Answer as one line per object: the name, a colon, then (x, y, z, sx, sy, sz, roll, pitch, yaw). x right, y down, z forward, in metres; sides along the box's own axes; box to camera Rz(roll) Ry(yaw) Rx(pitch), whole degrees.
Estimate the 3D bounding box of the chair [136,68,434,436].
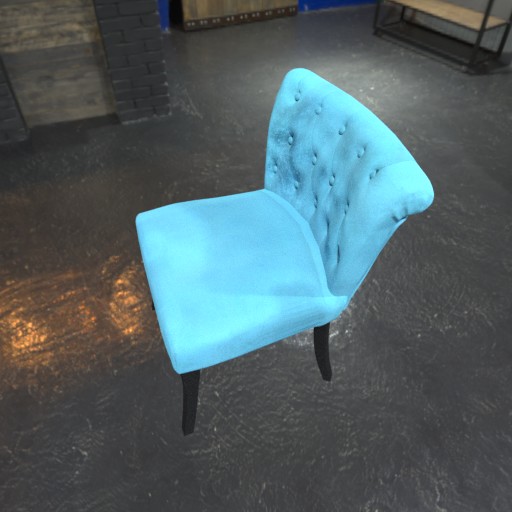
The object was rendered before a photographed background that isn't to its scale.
chair: (0.000, 0.000, 1.201, 0.605, 0.750, 0.582, -14, 47, -14)
